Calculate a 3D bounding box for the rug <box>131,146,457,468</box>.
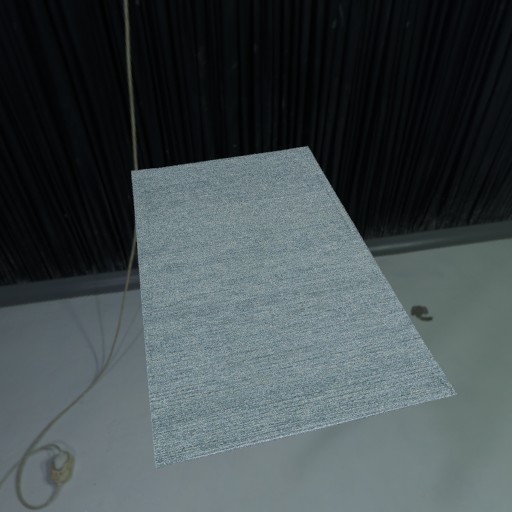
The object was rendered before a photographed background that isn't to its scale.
[{"bbox_3d":[0.000,0.000,2.265,1.174,0.022,1.853,-10,46,-9],"label":"rug"}]
